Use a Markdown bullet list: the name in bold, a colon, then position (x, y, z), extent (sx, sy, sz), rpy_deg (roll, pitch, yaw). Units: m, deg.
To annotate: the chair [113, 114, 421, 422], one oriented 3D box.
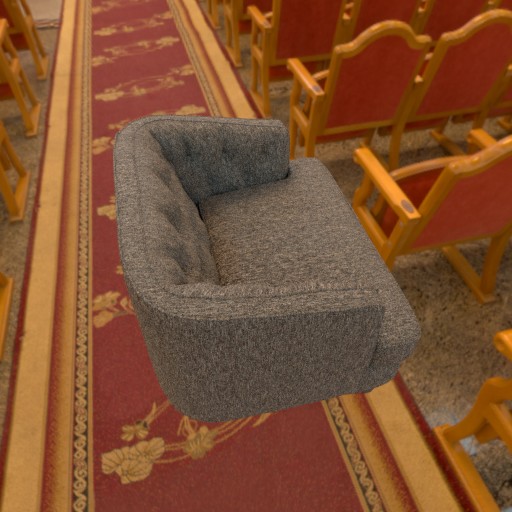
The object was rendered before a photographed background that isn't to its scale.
- **chair**: position (0.000, 0.000, 1.790), extent (0.941, 0.852, 1.104), rpy_deg (-11, 48, -10)
